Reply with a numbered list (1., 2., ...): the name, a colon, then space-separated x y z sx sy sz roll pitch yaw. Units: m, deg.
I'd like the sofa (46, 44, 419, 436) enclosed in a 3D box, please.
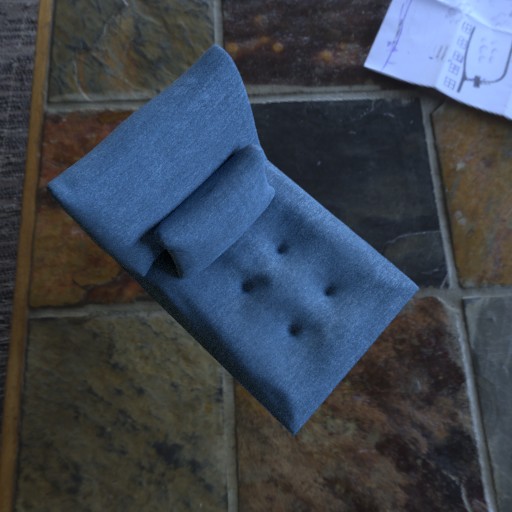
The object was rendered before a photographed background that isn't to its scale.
1. sofa: 0.000 0.000 1.533 1.000 0.820 0.700 42 78 11
